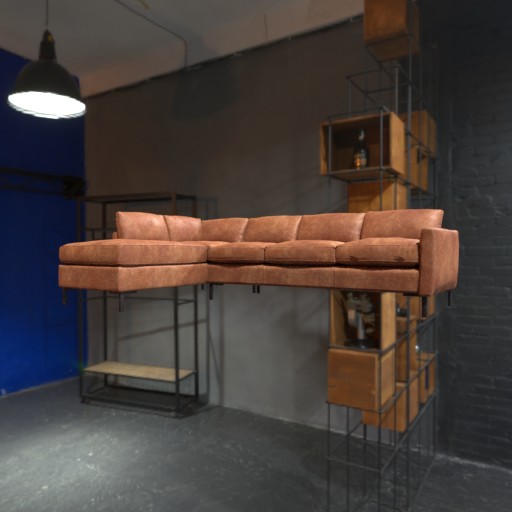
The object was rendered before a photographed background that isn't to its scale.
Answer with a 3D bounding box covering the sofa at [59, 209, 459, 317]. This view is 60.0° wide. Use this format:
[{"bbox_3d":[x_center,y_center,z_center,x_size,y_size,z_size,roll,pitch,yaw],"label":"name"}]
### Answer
[{"bbox_3d":[0.000,0.000,3.899,2.984,0.877,1.938,1,1,34],"label":"sofa"}]
